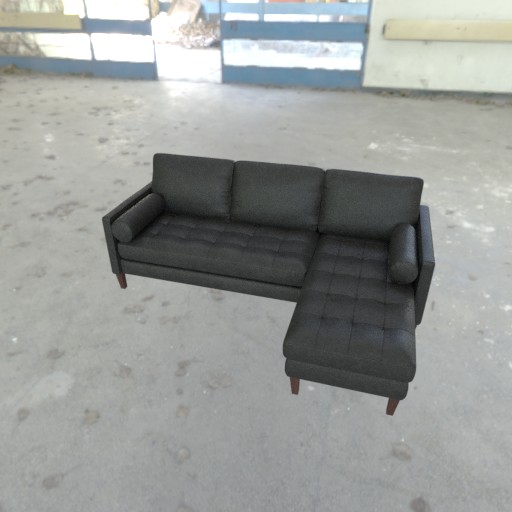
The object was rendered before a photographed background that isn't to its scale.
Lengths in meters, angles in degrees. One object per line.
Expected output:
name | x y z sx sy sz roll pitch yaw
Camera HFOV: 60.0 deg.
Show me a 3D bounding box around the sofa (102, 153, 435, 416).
sofa | 0.000 0.000 2.920 2.178 0.876 1.497 8 32 14
